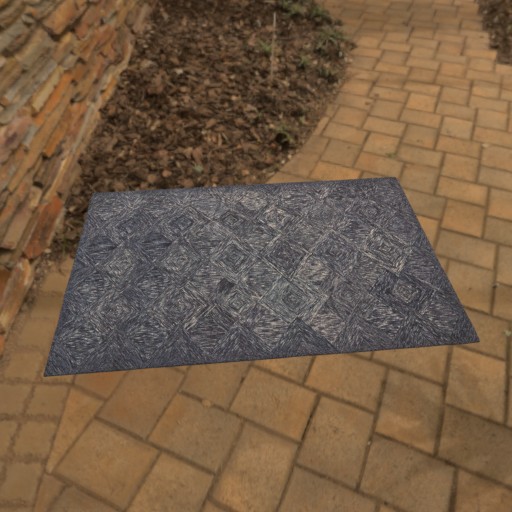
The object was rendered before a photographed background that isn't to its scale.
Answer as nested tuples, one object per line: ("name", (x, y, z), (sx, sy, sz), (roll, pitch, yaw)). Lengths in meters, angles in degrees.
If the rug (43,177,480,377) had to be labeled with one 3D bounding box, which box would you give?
("rug", (0.000, 0.000, 2.155), (1.754, 0.010, 1.139), (-4, 46, -4))
